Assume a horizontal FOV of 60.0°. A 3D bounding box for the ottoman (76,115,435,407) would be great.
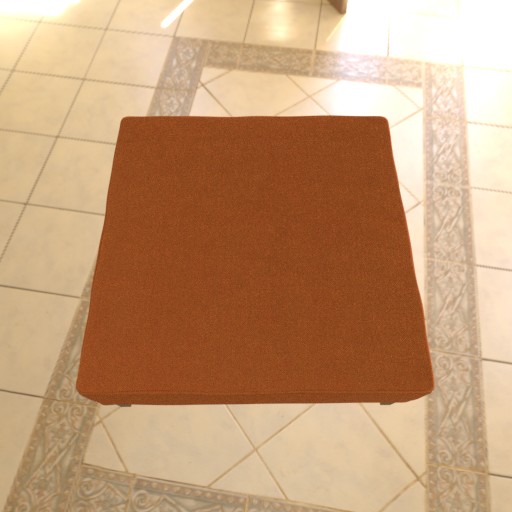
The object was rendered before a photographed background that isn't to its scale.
[{"bbox_3d":[0.000,0.000,1.560,0.999,0.438,0.997,0,64,0],"label":"ottoman"}]
